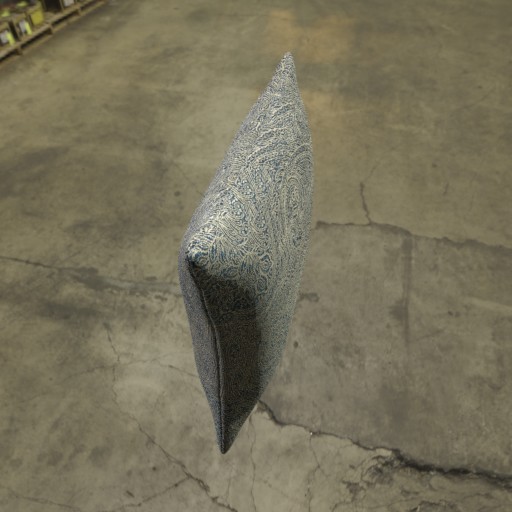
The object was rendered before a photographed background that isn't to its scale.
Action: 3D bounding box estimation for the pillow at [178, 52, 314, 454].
[{"bbox_3d":[0.000,0.000,0.789,0.166,0.510,0.523,10,47,10],"label":"pillow"}]
